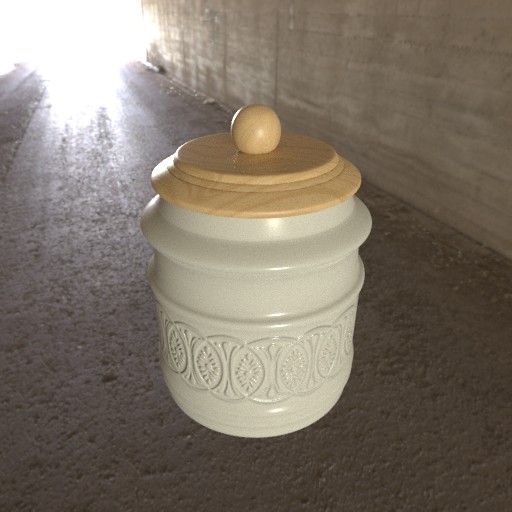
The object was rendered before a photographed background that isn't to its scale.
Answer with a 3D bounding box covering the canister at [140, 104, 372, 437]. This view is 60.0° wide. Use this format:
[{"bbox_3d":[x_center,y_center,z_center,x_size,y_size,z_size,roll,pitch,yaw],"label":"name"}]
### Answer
[{"bbox_3d":[0.000,0.000,0.269,0.130,0.176,0.130,0,29,0],"label":"canister"}]
